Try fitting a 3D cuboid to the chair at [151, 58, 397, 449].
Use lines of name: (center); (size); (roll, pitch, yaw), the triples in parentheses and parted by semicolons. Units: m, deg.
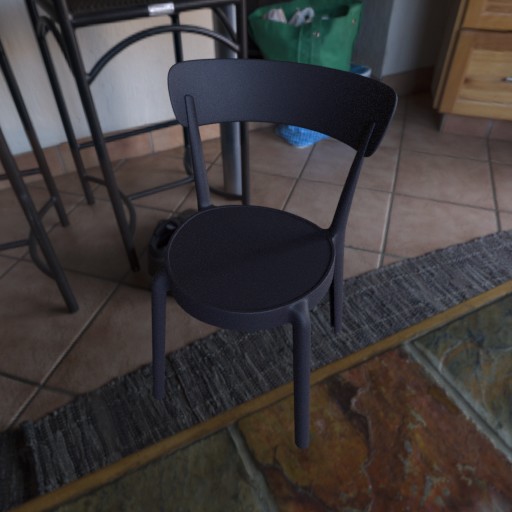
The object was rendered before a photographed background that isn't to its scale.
chair: (0.000, 0.000, 1.100); (0.506, 0.790, 0.491); (13, 43, 15)
